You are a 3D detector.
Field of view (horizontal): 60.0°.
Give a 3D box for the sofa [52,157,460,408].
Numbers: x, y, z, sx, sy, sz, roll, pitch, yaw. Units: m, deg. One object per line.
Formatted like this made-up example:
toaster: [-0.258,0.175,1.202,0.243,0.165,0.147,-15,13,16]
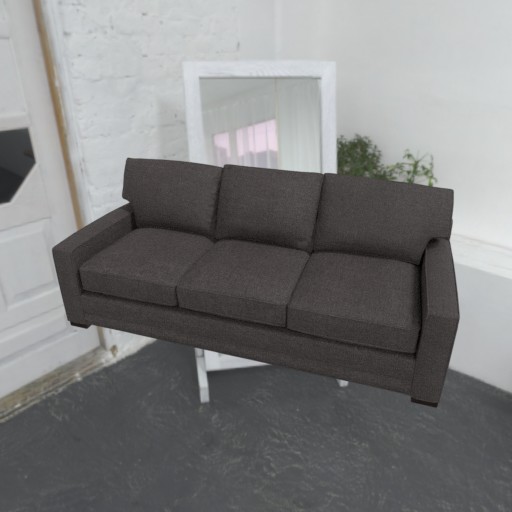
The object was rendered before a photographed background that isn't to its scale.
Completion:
sofa: [0.000,0.000,2.871,2.369,0.978,1.004,9,28,16]
